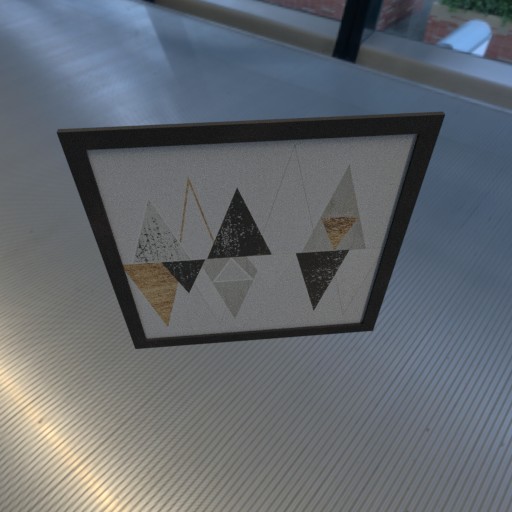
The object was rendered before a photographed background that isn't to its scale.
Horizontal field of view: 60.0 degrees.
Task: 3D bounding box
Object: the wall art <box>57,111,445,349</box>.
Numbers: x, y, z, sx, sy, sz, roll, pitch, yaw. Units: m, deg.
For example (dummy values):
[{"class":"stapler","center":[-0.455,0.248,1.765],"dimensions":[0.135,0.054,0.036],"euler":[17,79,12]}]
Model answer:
[{"class":"wall art","center":[0.000,0.000,1.238],"dimensions":[0.823,0.823,0.013],"euler":[-4,46,-4]}]
